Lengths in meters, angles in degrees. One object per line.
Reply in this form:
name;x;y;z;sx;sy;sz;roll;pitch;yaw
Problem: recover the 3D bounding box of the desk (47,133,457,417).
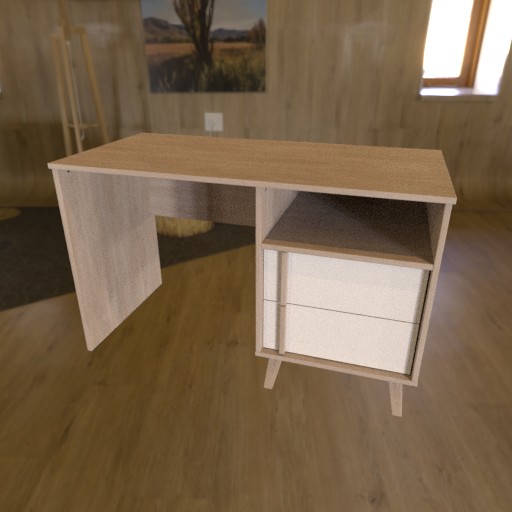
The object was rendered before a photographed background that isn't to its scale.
desk;0.000;0.000;1.713;1.251;0.770;0.600;8;26;15
